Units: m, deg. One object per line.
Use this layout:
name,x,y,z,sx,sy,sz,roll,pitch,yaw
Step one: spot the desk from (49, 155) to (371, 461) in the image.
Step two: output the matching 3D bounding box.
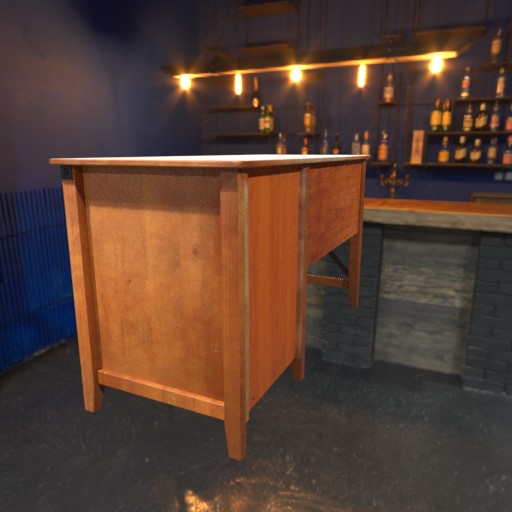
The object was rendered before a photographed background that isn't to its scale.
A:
desk,0.000,0.000,1.725,0.574,0.756,1.353,6,15,25
